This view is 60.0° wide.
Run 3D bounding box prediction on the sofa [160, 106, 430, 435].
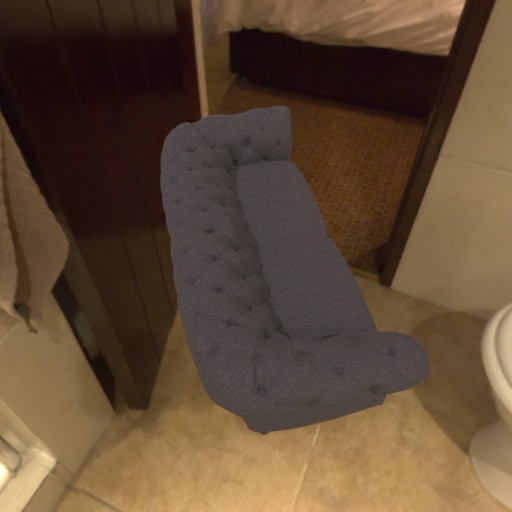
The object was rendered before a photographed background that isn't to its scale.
[{"bbox_3d":[0.000,0.000,2.839,1.046,0.836,2.335,-10,48,-9],"label":"sofa"}]
